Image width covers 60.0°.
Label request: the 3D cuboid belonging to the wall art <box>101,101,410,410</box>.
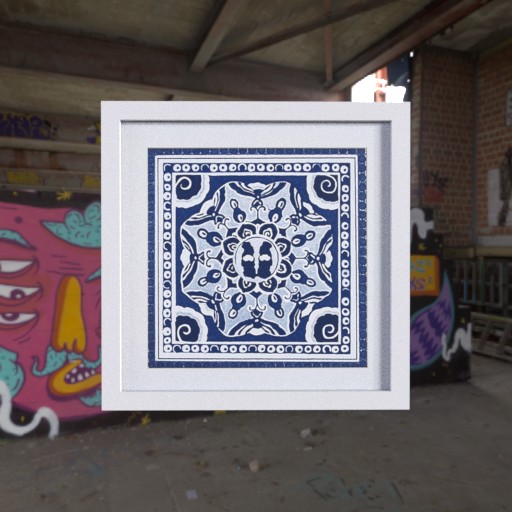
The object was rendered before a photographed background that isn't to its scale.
[{"bbox_3d":[0.000,0.000,0.523,0.355,0.355,0.027,0,0,0],"label":"wall art"}]
